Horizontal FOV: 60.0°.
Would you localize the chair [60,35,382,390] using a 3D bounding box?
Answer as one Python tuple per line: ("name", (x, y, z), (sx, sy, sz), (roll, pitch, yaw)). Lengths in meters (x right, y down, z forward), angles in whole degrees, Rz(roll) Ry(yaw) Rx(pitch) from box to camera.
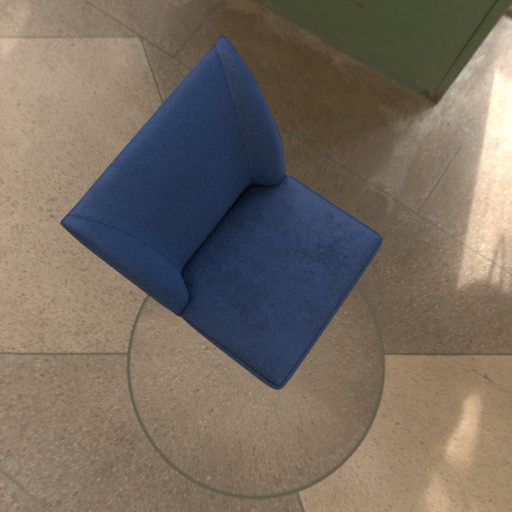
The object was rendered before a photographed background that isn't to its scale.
("chair", (0.000, 0.000, 1.184), (0.522, 0.863, 0.508), (35, 79, 8))
